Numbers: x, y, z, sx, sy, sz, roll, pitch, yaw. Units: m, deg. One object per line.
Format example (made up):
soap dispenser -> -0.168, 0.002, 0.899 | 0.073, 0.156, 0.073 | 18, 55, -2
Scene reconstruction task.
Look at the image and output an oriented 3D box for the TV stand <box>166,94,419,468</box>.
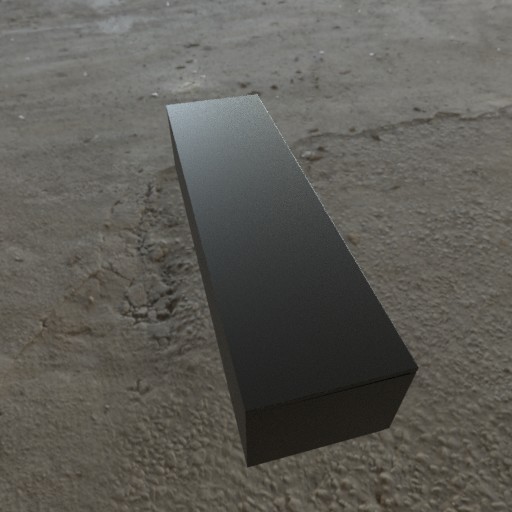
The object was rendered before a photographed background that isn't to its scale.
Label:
TV stand -> 0.000, 0.000, 1.520 | 0.390, 0.518, 1.312 | -11, 46, -10
